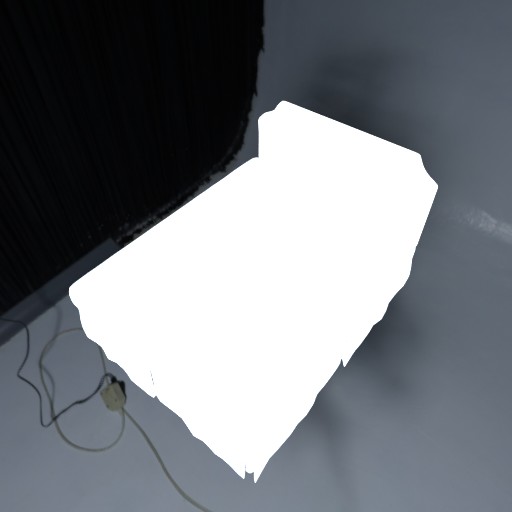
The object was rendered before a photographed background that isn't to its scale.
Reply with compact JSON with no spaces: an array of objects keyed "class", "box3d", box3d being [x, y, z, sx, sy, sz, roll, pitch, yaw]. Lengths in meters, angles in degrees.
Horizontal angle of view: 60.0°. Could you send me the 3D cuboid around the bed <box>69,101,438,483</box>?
[{"class":"bed","box3d":[0.000,0.000,3.656,1.977,1.293,2.498,31,54,26]}]
